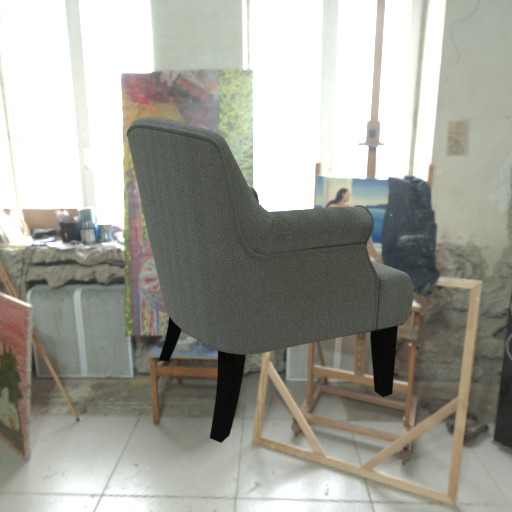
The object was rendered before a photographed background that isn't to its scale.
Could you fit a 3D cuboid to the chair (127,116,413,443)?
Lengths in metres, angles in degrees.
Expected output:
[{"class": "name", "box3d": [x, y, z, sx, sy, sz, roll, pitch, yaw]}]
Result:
[{"class": "chair", "box3d": [0.000, 0.000, 1.500, 0.755, 0.880, 0.772, -7, 16, -27]}]
